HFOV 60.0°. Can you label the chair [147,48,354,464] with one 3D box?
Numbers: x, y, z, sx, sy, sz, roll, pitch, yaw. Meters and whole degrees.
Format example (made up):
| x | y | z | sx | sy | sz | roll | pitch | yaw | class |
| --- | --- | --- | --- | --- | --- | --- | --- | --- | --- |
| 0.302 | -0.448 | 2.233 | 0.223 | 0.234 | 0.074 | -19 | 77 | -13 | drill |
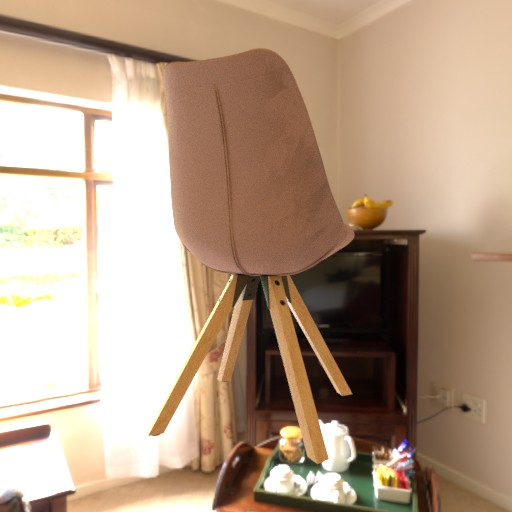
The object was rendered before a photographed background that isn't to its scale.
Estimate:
| x | y | z | sx | sy | sz | roll | pitch | yaw | class |
| --- | --- | --- | --- | --- | --- | --- | --- | --- | --- |
| 0.000 | 0.000 | 1.168 | 0.485 | 0.850 | 0.550 | 1 | 2 | 19 | chair |
